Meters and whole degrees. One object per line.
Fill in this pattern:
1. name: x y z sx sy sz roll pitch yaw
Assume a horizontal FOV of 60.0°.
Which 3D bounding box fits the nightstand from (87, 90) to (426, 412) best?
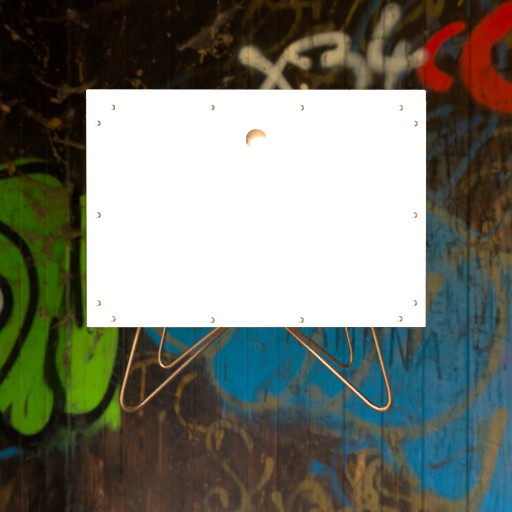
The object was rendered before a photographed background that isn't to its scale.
1. nightstand: 0.000 0.000 1.024 0.614 0.604 0.447 0 0 0
